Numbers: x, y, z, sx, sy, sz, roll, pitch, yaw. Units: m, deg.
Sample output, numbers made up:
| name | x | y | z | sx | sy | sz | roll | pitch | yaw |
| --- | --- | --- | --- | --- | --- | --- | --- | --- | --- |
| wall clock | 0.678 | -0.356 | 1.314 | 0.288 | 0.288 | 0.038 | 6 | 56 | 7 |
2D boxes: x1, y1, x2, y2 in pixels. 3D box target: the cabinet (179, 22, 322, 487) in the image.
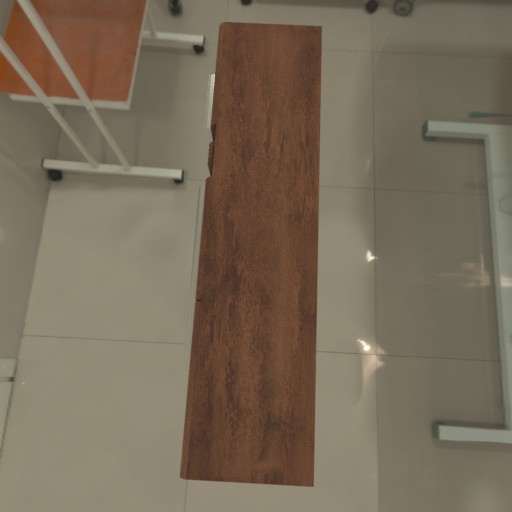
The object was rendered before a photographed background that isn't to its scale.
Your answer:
| name | x | y | z | sx | sy | sz | roll | pitch | yaw |
| --- | --- | --- | --- | --- | --- | --- | --- | --- | --- |
| cabinet | 0.000 | 0.000 | 1.926 | 0.420 | 0.900 | 1.600 | 3 | 75 | 1 |
